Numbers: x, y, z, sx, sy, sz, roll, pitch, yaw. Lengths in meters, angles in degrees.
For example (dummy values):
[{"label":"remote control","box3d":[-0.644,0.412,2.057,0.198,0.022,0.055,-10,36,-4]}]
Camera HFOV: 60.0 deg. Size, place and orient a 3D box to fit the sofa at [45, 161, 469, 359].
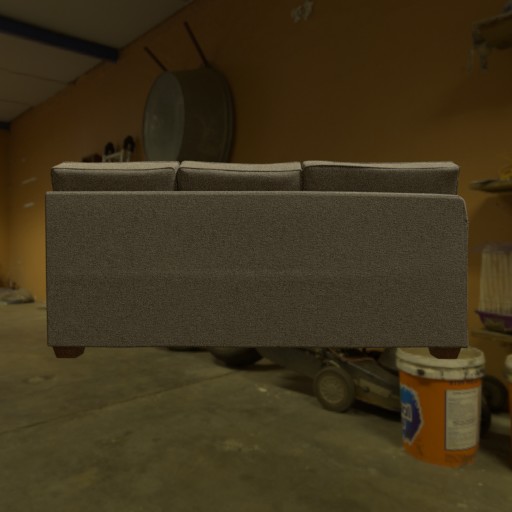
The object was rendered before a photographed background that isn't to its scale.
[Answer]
[{"label":"sofa","box3d":[0.000,0.000,2.523,1.963,0.946,1.034,0,1,0]}]
